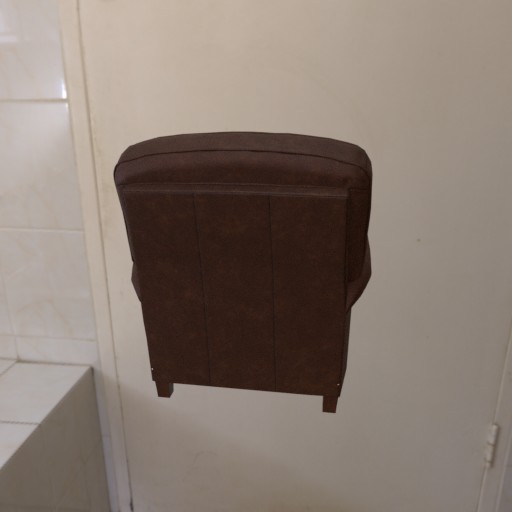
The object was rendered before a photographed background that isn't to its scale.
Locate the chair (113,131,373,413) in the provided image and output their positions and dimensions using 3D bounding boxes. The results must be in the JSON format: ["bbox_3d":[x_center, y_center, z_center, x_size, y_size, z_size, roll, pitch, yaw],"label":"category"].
[{"bbox_3d":[0.000,0.000,1.853,0.936,1.018,0.986,3,17,8],"label":"chair"}]
